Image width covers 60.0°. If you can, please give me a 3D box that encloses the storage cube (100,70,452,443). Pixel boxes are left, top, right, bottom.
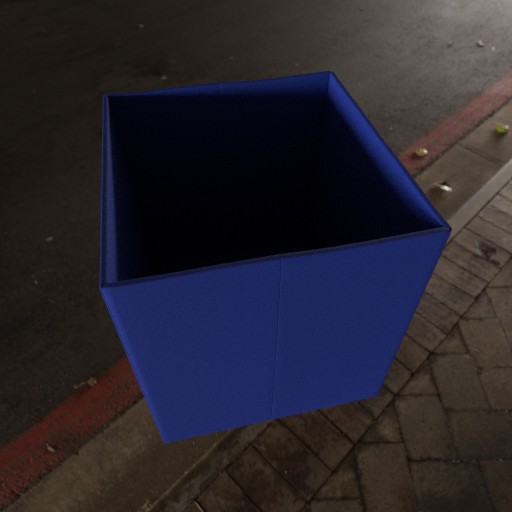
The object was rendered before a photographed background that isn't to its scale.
[{"bbox_3d":[0.000,0.000,0.495,0.270,0.280,0.270,-9,48,-9],"label":"storage cube"}]
